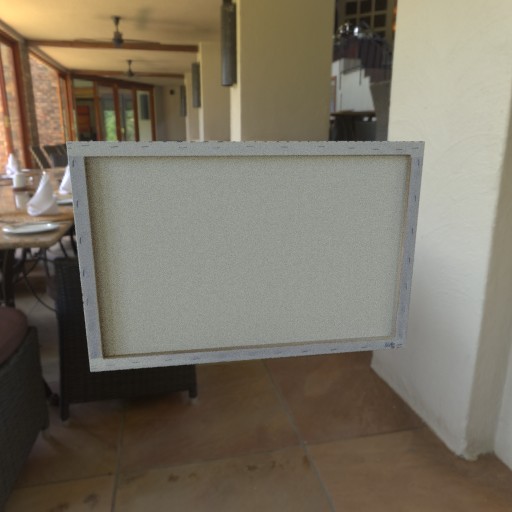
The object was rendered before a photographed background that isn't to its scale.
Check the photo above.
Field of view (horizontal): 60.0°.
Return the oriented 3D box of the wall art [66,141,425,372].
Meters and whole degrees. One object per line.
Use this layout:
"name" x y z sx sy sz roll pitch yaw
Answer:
"wall art" 0.000 0.000 1.513 1.143 0.757 0.038 -2 15 -9
